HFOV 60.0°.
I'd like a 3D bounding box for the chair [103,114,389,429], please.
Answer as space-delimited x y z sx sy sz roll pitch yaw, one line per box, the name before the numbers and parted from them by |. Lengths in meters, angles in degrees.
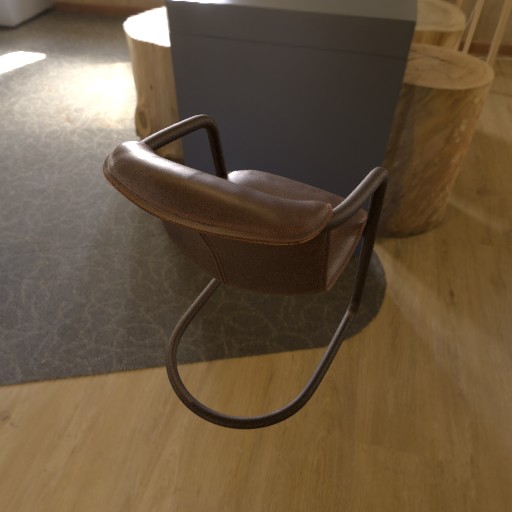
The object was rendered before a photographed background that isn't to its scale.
chair | 0.000 0.000 1.236 0.536 0.836 0.664 22 50 20
